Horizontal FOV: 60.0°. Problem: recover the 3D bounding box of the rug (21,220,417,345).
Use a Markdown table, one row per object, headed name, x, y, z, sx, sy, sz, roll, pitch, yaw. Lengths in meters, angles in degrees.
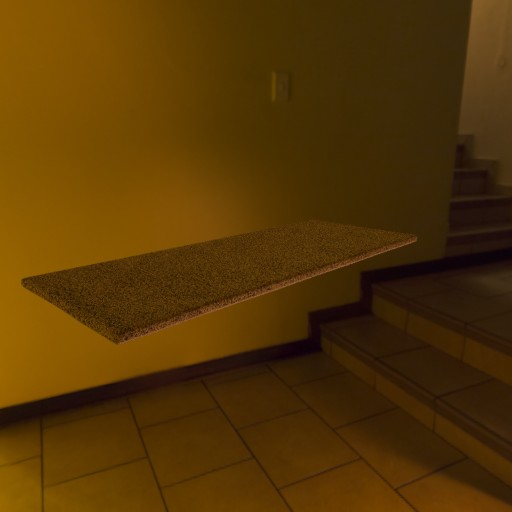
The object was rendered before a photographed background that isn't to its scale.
| name | x | y | z | sx | sy | sz | roll | pitch | yaw |
| --- | --- | --- | --- | --- | --- | --- | --- | --- | --- |
| rug | 0.000 | 0.000 | 1.728 | 0.609 | 0.030 | 1.524 | 14 | 20 | 43 |
